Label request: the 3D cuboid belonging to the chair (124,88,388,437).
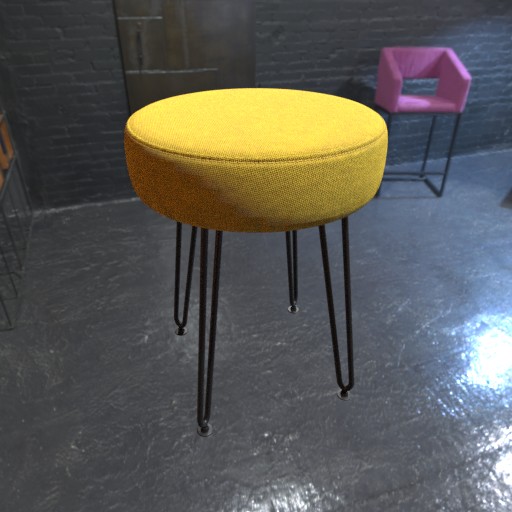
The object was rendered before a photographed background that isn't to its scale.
[{"bbox_3d":[0.000,0.000,0.698,0.345,0.455,0.345,-9,33,-14],"label":"chair"}]
